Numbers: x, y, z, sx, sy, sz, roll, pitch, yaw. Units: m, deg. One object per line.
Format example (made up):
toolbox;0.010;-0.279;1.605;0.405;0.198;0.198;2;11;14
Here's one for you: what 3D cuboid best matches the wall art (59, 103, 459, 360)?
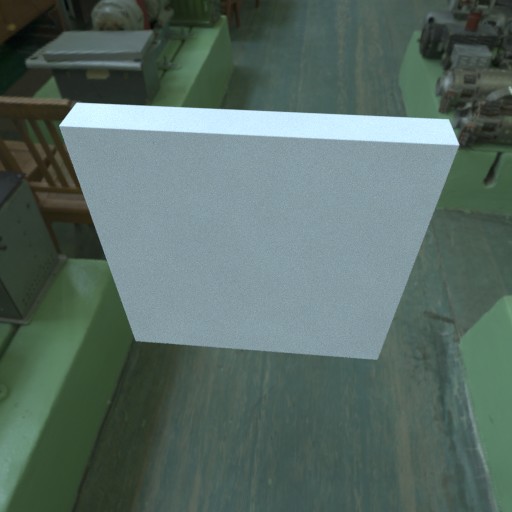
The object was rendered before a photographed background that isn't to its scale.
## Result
wall art;0.000;0.000;0.459;0.305;0.305;0.038;4;47;4
